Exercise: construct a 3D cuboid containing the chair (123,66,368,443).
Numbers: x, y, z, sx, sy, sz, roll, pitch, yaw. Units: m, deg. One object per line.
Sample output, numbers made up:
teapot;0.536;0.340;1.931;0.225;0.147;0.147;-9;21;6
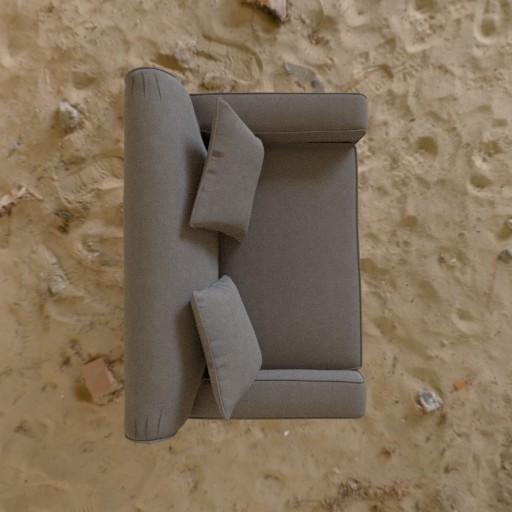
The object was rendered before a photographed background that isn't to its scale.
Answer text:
chair;0.000;0.000;2.018;0.992;0.953;1.395;0;91;-1
